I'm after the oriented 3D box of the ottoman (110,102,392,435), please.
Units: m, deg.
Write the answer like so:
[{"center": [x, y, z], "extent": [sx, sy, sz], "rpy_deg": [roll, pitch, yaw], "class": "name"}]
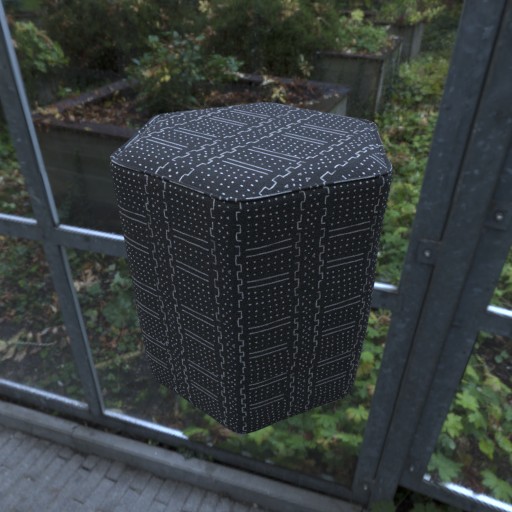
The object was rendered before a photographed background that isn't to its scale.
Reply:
[{"center": [0.000, 0.000, 0.890], "extent": [0.494, 0.502, 0.443], "rpy_deg": [22, 39, 30], "class": "ottoman"}]
